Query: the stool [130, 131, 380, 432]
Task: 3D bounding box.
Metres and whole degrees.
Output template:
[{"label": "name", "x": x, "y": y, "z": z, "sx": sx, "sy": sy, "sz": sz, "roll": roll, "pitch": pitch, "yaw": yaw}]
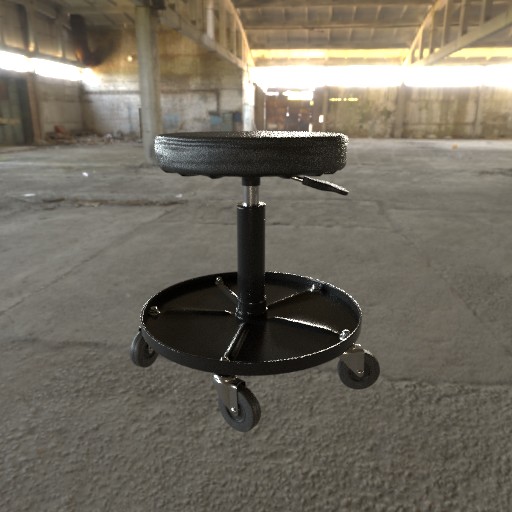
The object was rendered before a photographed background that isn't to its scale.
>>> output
[{"label": "stool", "x": 0.000, "y": 0.000, "z": 0.684, "sx": 0.382, "sy": 0.365, "sz": 0.381, "roll": 2, "pitch": 17, "yaw": 7}]
